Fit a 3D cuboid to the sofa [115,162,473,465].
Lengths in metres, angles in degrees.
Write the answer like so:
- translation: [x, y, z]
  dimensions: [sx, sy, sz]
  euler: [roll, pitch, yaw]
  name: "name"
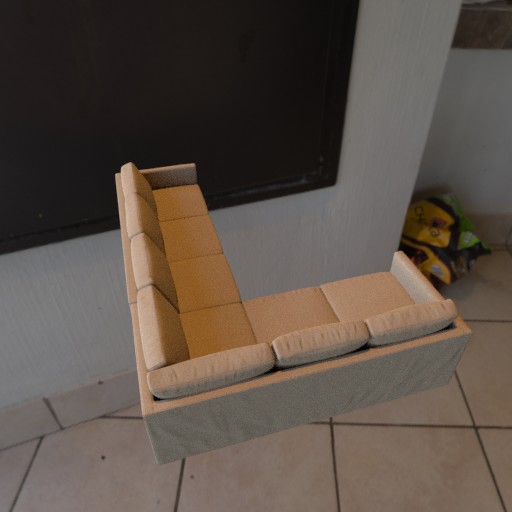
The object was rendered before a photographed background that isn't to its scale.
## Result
- translation: [0.000, 0.000, 4.325]
  dimensions: [2.432, 0.871, 3.182]
  euler: [-11, 41, -13]
  name: "sofa"
